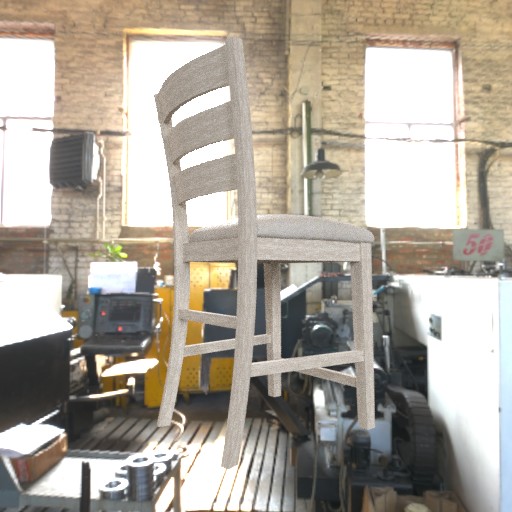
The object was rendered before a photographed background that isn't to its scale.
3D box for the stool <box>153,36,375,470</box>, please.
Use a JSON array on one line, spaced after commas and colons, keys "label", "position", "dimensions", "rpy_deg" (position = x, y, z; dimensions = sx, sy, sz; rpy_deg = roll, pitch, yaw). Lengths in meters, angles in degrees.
[{"label": "stool", "position": [0.000, 0.000, 1.363], "dimensions": [0.569, 1.032, 0.484], "rpy_deg": [2, -2, -37]}]
